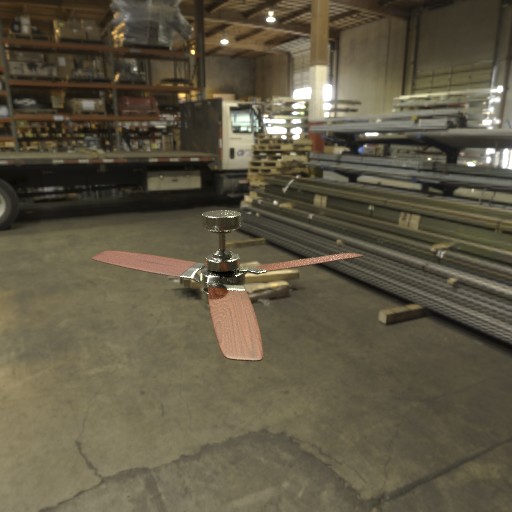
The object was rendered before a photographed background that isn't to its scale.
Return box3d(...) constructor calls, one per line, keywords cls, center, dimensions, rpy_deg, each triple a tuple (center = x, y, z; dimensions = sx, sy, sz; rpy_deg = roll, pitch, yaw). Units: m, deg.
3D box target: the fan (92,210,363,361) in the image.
box3d(cls="fan", center=(0.000, 0.000, 2.044), dimensions=(1.271, 0.410, 1.416), rpy_deg=(-8, 18, -27))
